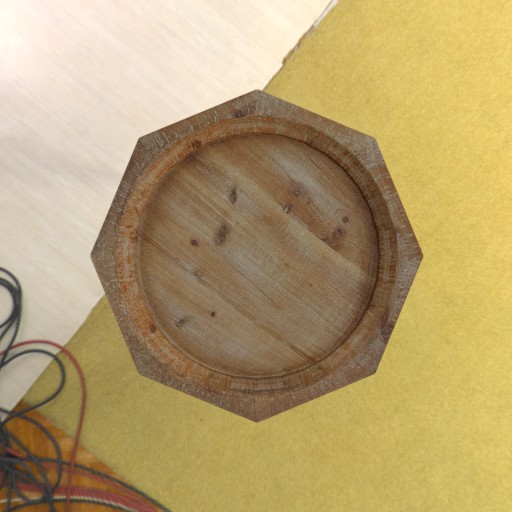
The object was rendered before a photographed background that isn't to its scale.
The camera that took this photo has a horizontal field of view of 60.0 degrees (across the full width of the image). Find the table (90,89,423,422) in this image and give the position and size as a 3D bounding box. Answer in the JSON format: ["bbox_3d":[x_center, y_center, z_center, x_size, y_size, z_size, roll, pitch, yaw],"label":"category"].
[{"bbox_3d":[0.000,0.000,0.879,0.458,0.543,0.458,0,90,0],"label":"table"}]
